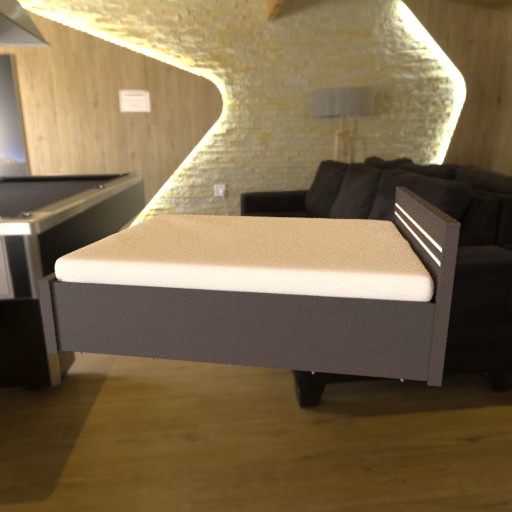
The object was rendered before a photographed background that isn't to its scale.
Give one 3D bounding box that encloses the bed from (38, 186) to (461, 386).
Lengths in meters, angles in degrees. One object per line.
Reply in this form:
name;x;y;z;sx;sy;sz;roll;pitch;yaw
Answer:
bed;0.000;0.000;3.000;2.103;0.808;1.634;2;15;9
